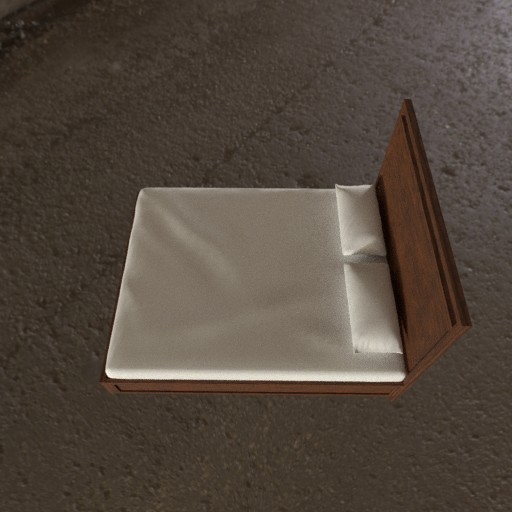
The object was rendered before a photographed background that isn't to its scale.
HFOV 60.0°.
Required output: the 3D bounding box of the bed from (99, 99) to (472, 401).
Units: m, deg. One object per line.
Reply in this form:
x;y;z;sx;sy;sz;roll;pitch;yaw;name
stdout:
0.000;0.000;3.355;2.218;1.487;1.765;1;58;0;bed
